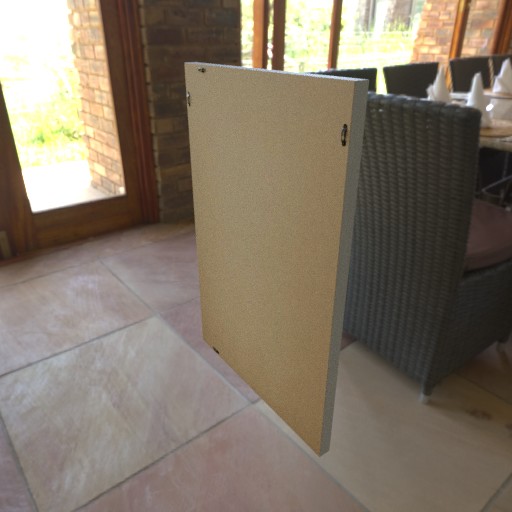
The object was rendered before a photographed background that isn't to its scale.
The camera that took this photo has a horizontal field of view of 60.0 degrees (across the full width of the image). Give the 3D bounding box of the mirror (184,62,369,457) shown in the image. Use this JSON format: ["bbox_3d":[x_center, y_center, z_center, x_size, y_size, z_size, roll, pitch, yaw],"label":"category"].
[{"bbox_3d":[0.000,0.000,1.176,0.040,0.915,0.609,-18,32,-31],"label":"mirror"}]
